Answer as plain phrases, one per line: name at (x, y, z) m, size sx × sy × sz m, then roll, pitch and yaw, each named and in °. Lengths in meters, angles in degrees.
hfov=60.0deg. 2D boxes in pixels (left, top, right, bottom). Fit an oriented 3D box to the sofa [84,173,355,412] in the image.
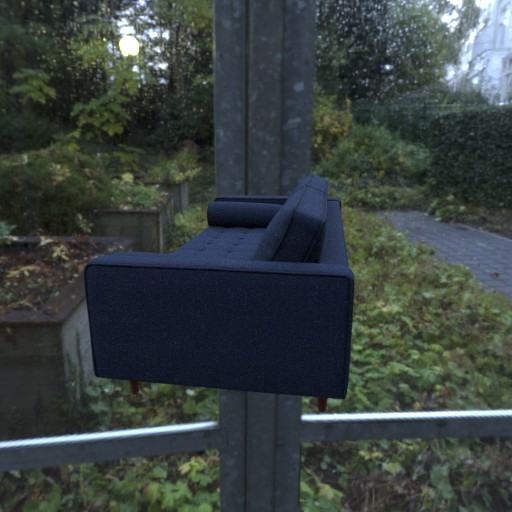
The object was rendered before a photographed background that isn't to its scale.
sofa at (0.000, 0.000, 2.343) m, size 0.914 × 0.762 × 1.880 m, roll 2°, pitch 15°, yaw 9°
